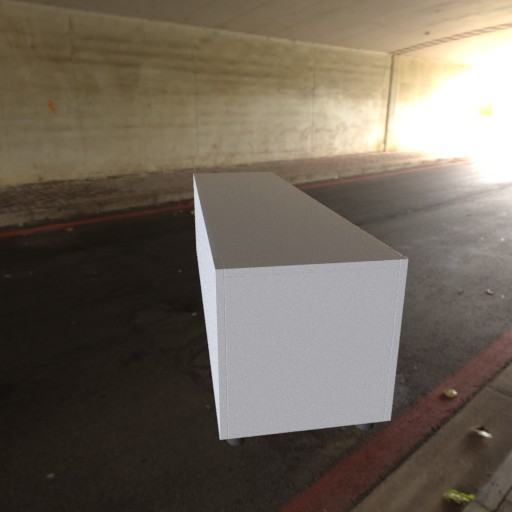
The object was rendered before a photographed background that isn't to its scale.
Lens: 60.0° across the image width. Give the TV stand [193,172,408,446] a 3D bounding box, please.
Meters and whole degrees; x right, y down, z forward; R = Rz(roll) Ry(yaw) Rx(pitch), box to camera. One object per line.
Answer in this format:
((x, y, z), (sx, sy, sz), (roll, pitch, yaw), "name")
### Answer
((0.000, 0.000, 1.680), (0.410, 0.440, 1.500), (-3, 18, -9), "TV stand")
